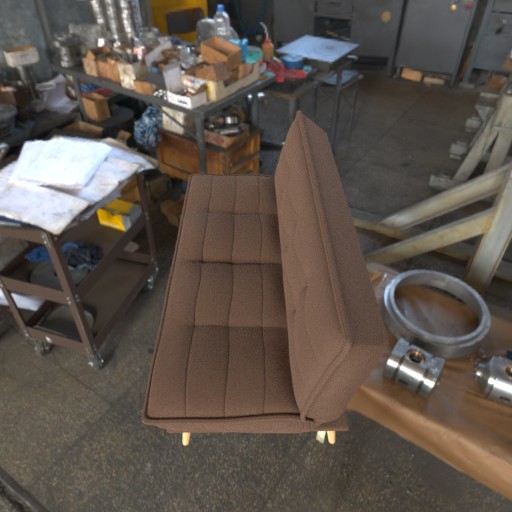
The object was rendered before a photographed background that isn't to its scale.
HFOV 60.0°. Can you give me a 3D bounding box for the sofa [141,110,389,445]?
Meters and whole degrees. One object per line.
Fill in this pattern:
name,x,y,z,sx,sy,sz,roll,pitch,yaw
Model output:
sofa,0.000,0.000,2.467,0.950,0.890,1.940,0,41,-1
